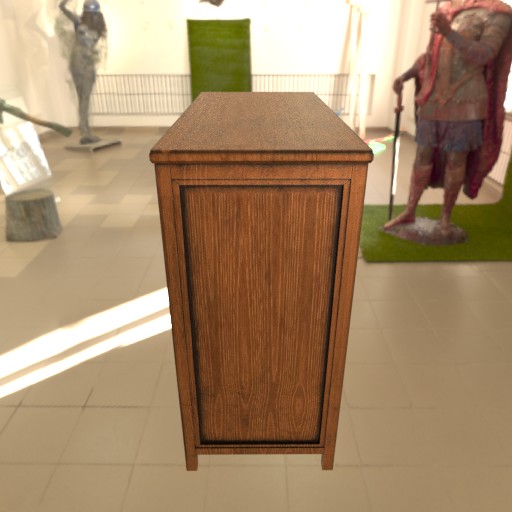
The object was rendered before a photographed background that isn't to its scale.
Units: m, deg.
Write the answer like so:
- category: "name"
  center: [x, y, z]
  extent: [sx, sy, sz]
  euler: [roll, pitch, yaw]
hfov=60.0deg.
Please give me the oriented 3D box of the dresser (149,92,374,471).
- category: "dresser"
  center: [0.000, 0.000, 1.949]
  extent: [0.591, 1.224, 1.250]
  euler: [0, 27, 0]
